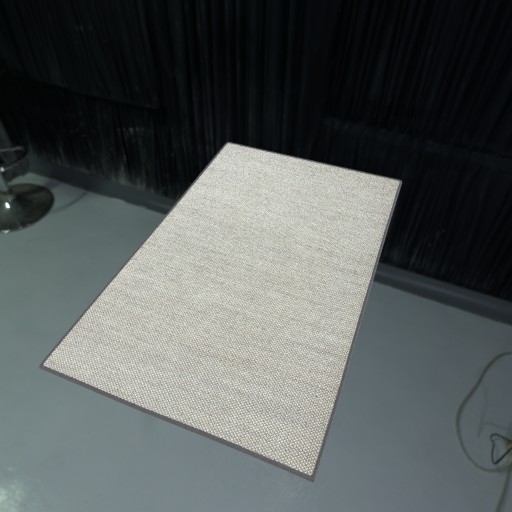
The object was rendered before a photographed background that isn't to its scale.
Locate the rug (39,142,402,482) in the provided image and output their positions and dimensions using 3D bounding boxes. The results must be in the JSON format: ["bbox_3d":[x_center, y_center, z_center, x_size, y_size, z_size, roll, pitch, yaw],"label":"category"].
[{"bbox_3d":[0.000,0.000,2.040,1.067,0.013,1.676,16,48,15],"label":"rug"}]
